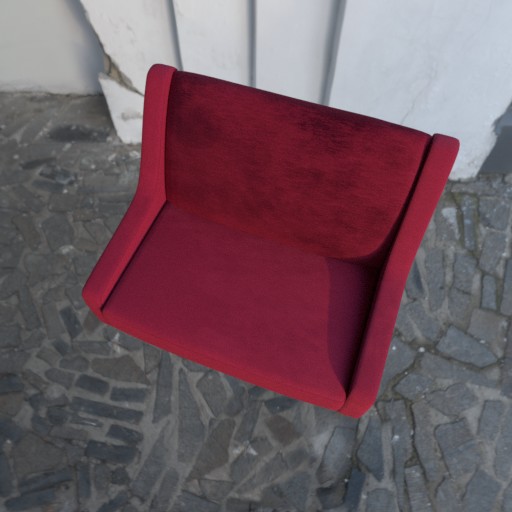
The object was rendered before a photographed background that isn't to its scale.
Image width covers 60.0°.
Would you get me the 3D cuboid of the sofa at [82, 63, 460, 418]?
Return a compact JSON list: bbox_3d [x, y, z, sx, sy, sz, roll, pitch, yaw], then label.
[{"bbox_3d":[0.000,0.000,1.889,1.242,0.976,0.946,18,61,10],"label":"sofa"}]
